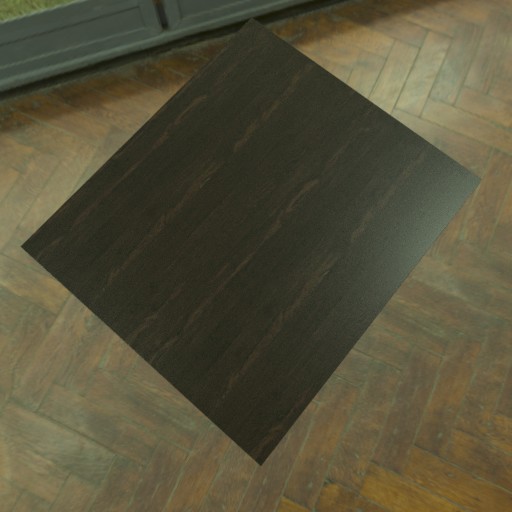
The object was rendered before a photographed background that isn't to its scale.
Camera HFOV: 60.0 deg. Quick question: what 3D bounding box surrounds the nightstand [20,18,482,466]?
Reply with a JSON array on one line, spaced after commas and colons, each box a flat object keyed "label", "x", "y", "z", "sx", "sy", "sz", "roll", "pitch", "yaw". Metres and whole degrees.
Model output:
[{"label": "nightstand", "x": 0.000, "y": 0.000, "z": 0.850, "sx": 0.427, "sy": 0.487, "sz": 0.489, "roll": 39, "pitch": 79, "yaw": 9}]
